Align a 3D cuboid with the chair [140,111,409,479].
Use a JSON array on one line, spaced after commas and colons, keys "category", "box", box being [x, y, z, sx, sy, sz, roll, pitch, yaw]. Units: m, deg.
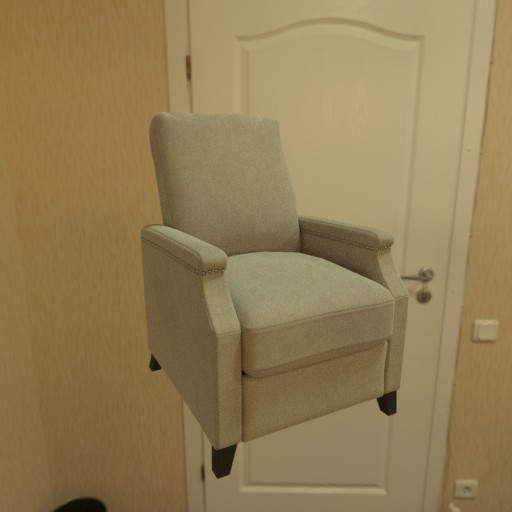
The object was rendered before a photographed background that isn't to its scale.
[{"category": "chair", "box": [0.000, 0.000, 1.644, 0.710, 1.049, 0.922, -7, 16, -27]}]
